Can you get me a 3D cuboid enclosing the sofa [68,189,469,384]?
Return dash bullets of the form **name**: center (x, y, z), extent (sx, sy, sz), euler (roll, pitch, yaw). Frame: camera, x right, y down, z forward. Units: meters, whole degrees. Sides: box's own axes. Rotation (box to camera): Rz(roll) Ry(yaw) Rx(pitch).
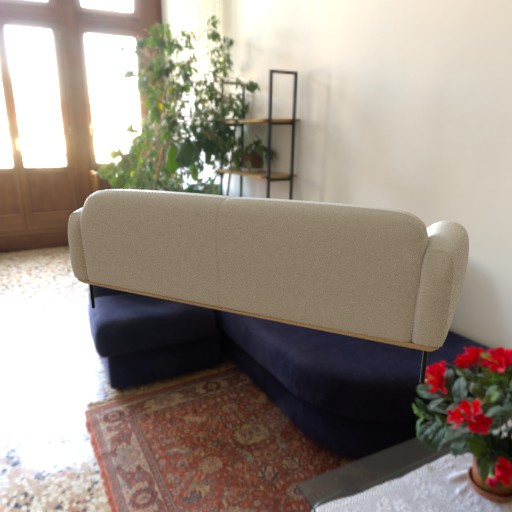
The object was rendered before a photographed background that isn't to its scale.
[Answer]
- **sofa**: center (0.000, 0.000, 2.629), extent (2.257, 0.780, 0.880), euler (8, 17, 25)
